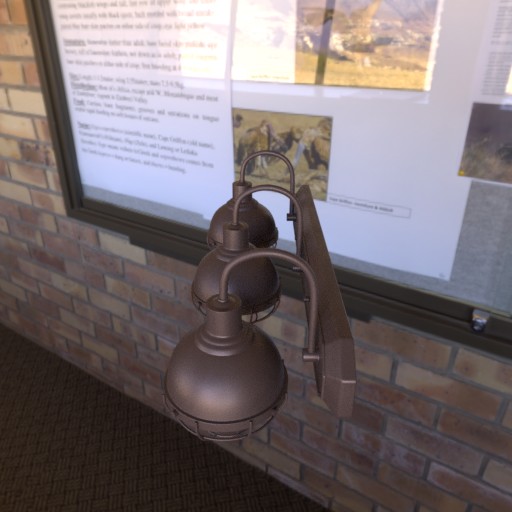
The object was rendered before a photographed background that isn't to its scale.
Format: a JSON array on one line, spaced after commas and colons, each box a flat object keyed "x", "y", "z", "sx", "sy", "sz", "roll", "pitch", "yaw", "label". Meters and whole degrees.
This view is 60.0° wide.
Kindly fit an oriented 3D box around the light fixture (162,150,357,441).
[{"x": 0.000, "y": 0.000, "z": 0.762, "sx": 0.229, "sy": 0.254, "sz": 0.634, "roll": 0, "pitch": 26, "yaw": 1, "label": "light fixture"}]
